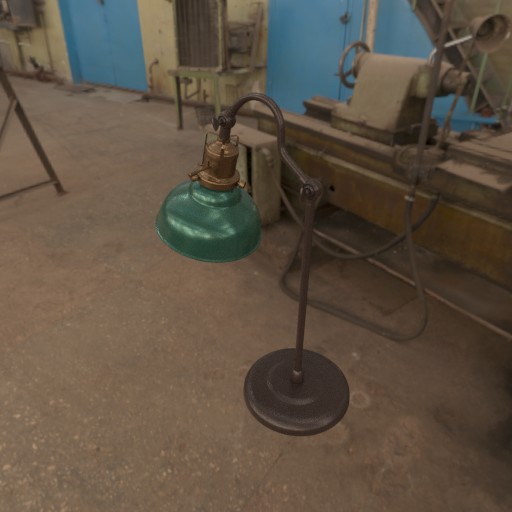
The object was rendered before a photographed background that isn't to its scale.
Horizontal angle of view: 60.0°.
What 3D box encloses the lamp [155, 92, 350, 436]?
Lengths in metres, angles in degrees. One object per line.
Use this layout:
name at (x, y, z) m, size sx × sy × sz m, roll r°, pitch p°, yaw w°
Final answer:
lamp at (0.000, 0.000, 0.719) m, size 0.374 × 0.508 × 0.192 m, roll 22°, pitch 38°, yaw 31°
